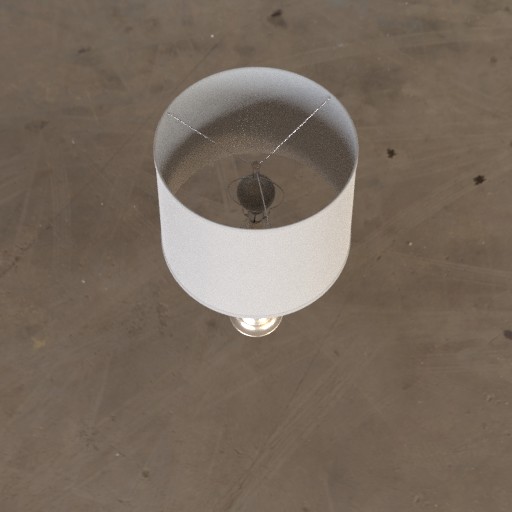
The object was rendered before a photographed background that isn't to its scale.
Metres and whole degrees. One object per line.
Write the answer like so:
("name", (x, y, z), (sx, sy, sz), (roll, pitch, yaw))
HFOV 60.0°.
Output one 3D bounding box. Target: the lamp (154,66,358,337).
("lamp", (0.000, 0.000, 0.882), (0.331, 0.698, 0.331), (0, 65, 0))
